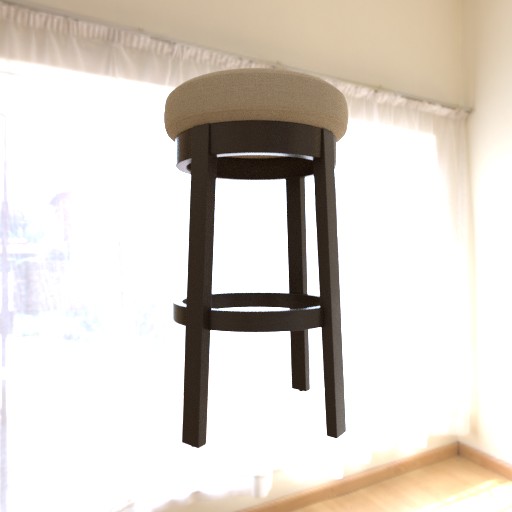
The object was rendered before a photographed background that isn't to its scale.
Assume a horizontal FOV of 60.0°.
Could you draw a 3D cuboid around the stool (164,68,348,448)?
[{"bbox_3d":[0.000,0.000,1.055,0.446,0.758,0.446,0,1,0],"label":"stool"}]
